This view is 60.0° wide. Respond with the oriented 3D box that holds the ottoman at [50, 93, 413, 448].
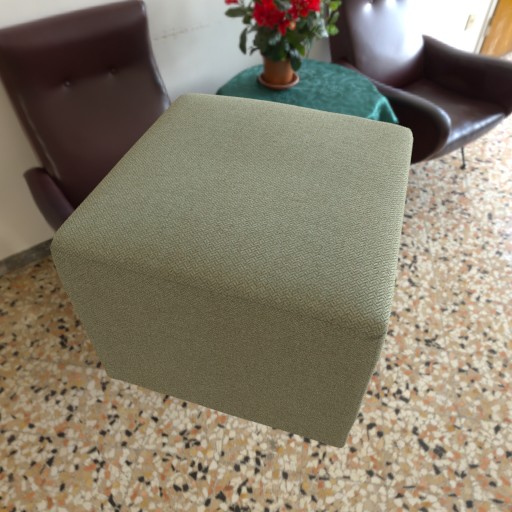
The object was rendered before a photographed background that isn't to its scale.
[{"bbox_3d":[0.000,0.000,0.904,0.512,0.453,0.521,13,48,12],"label":"ottoman"}]
